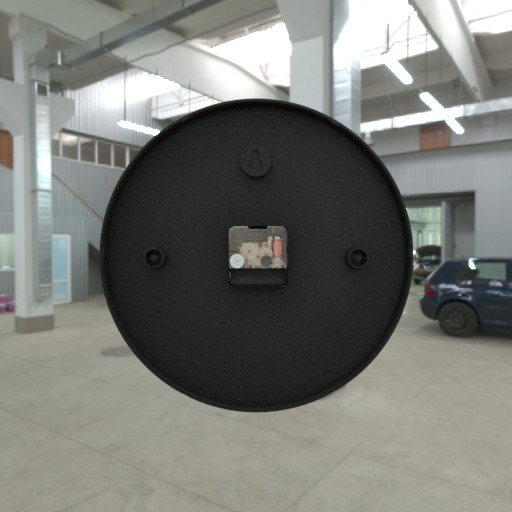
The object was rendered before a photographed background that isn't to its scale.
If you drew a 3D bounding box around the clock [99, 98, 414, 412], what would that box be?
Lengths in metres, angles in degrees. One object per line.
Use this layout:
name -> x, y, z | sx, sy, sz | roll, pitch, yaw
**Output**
clock -> 0.000, 0.000, 0.429 | 0.293, 0.293, 0.040 | 0, 1, 1
